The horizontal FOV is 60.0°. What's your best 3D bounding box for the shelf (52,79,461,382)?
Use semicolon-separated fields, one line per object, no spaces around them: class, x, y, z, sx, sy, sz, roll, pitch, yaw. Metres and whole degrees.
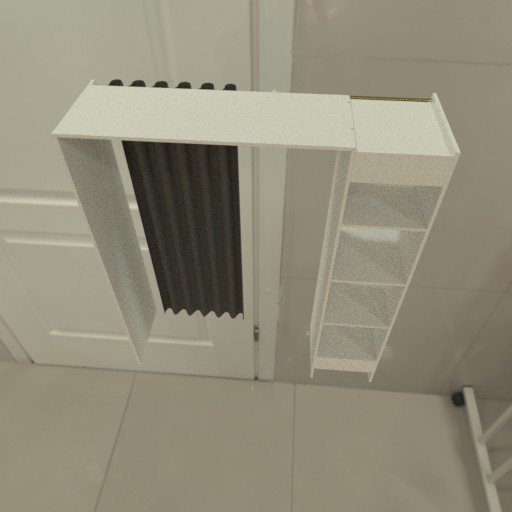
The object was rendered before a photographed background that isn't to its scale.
shelf;0.000;0.000;2.552;1.600;1.810;0.500;4;47;3
